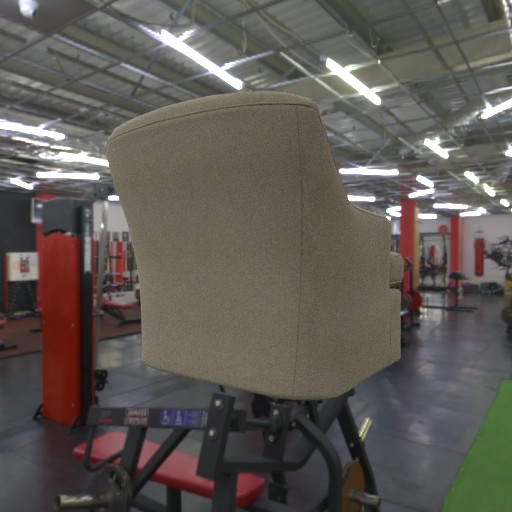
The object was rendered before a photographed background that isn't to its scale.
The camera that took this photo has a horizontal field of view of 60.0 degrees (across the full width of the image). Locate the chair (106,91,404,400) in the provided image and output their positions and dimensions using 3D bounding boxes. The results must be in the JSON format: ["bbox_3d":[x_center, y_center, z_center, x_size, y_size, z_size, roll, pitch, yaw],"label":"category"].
[{"bbox_3d":[0.000,0.000,1.601,0.864,0.856,0.923,0,0,37],"label":"chair"}]
